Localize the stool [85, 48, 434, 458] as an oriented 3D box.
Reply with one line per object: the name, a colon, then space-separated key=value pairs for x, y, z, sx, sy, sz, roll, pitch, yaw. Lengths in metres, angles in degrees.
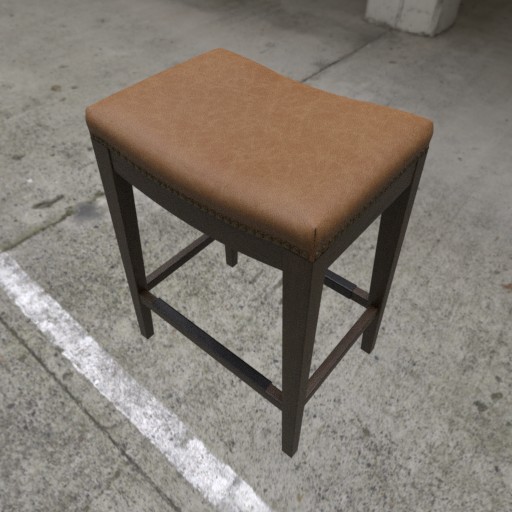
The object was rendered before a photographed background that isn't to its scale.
stool: x=0.000 y=0.000 z=0.936 sx=0.500 sy=0.660 sz=0.361 roll=31 pitch=53 yaw=26
